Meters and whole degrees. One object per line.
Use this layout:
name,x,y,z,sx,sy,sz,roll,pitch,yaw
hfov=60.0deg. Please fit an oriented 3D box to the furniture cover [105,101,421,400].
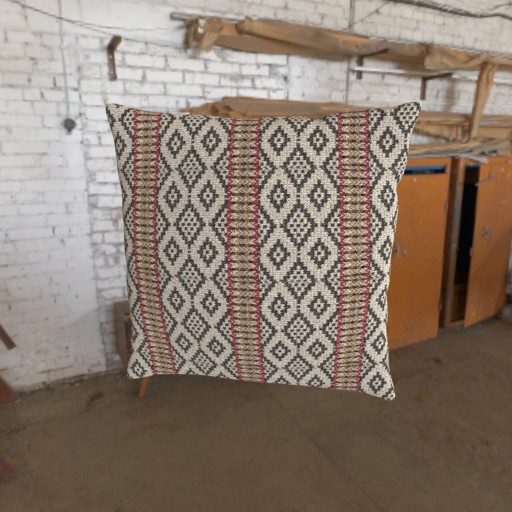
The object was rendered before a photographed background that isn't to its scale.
furniture cover,0.000,0.000,0.766,0.503,0.506,0.182,2,15,8
